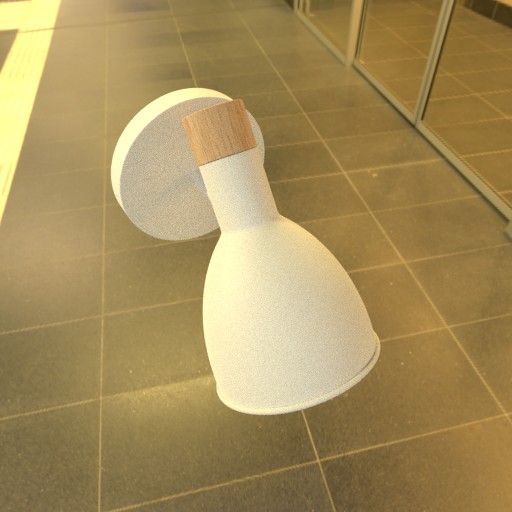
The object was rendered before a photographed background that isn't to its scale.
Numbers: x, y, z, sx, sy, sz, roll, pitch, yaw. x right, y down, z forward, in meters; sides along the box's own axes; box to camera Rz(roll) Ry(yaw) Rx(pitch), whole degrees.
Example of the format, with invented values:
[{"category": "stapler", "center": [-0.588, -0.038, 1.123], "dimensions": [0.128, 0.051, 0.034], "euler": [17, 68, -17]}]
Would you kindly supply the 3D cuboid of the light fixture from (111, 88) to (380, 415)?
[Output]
[{"category": "light fixture", "center": [0.000, 0.000, 0.315], "dimensions": [0.127, 0.199, 0.209], "euler": [-24, 49, -23]}]
